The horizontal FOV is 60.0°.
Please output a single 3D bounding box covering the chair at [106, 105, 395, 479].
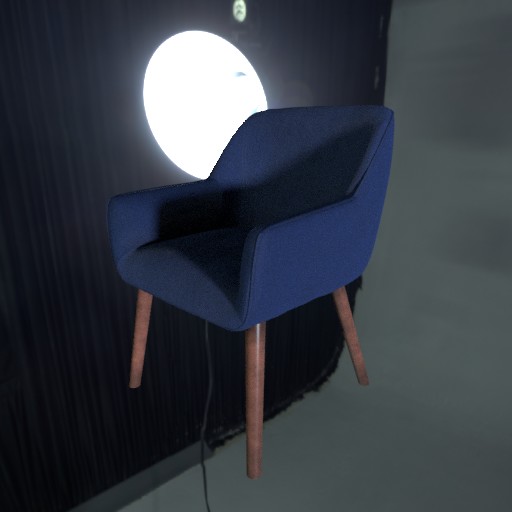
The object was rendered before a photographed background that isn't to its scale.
[{"bbox_3d":[0.000,0.000,1.255,0.600,0.820,0.600,15,22,42],"label":"chair"}]
